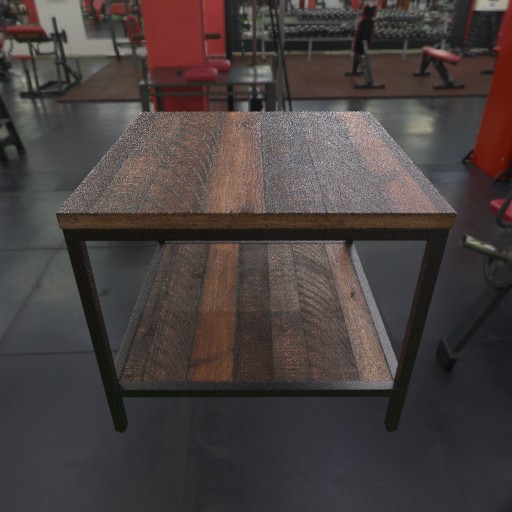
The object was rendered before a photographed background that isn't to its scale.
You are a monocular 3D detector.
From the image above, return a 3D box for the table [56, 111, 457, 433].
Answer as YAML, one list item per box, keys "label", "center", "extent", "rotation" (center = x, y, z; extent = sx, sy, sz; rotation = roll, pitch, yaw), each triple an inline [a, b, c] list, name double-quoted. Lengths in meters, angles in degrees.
- label: "table"
  center: [0.000, 0.000, 0.969]
  extent: [0.553, 0.482, 0.548]
  rotation: [0, 32, 0]
